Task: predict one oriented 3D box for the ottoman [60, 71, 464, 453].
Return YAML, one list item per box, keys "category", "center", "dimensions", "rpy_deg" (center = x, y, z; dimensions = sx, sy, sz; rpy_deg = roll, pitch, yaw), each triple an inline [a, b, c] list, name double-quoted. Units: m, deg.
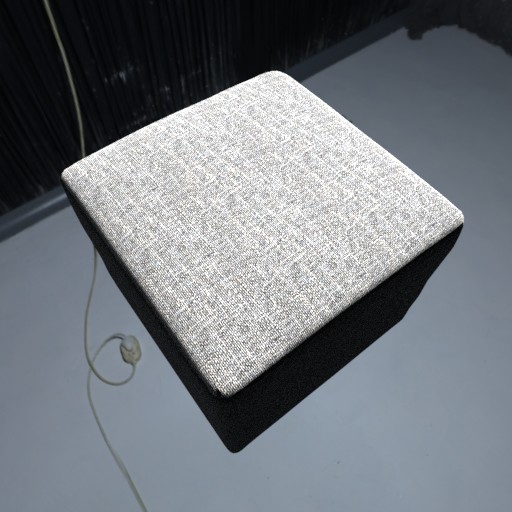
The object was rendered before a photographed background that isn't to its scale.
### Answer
- category: "ottoman"
  center: [0.000, 0.000, 0.915]
  dimensions: [0.512, 0.453, 0.521]
  rpy_deg: [-33, 63, -19]
